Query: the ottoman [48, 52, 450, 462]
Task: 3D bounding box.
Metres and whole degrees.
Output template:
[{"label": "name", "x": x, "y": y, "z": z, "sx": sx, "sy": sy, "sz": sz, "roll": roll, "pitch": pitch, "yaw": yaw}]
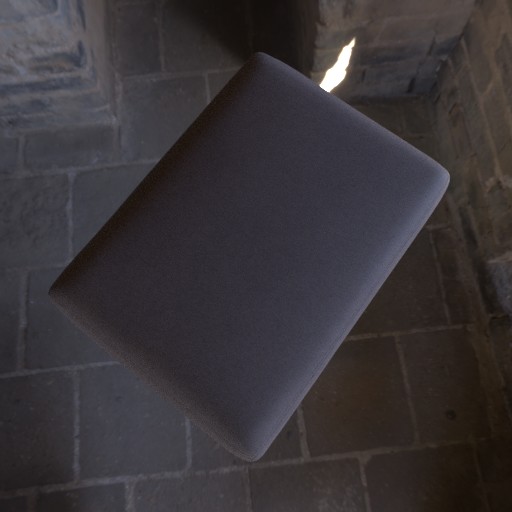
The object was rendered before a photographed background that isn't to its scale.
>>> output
[{"label": "ottoman", "x": 0.000, "y": 0.000, "z": 1.146, "sx": 0.574, "sy": 0.497, "sz": 0.773, "roll": 36, "pitch": 79, "yaw": 8}]
